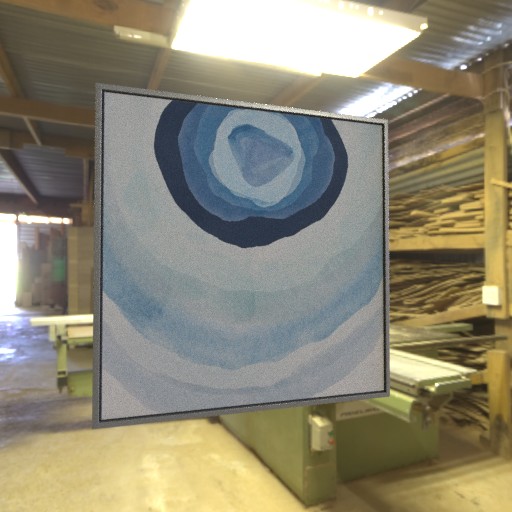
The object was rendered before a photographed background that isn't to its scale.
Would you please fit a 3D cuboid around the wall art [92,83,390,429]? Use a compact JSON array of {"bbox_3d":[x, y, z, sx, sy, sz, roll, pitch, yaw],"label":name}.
[{"bbox_3d":[0.000,0.000,1.177,0.809,0.807,0.038,1,-2,-19],"label":"wall art"}]
